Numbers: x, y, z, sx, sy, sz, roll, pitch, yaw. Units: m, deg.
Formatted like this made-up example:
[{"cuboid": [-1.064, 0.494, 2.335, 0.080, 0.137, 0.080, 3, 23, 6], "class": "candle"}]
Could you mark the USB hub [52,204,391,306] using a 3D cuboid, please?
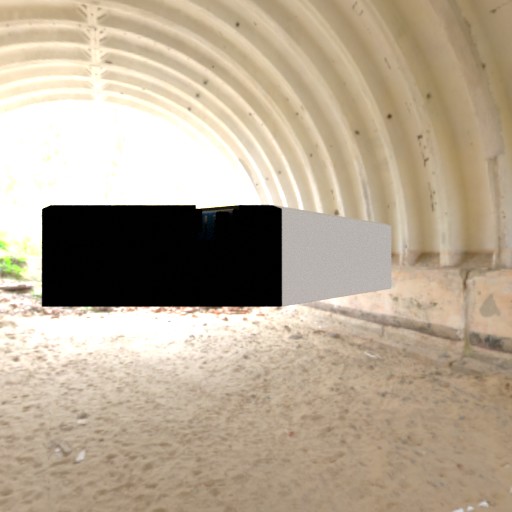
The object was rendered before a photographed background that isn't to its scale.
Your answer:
[{"cuboid": [0.000, 0.000, 0.129, 0.044, 0.023, 0.110, 0, 0, 36], "class": "USB hub"}]
